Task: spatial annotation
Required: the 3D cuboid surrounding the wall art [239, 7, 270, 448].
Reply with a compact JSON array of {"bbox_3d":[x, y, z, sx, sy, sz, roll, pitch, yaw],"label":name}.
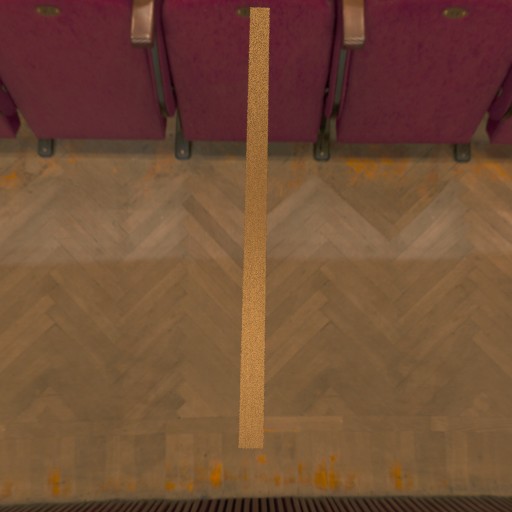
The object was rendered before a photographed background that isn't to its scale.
[{"bbox_3d":[0.000,0.000,1.107,0.036,0.765,0.767,1,76,0],"label":"wall art"}]
